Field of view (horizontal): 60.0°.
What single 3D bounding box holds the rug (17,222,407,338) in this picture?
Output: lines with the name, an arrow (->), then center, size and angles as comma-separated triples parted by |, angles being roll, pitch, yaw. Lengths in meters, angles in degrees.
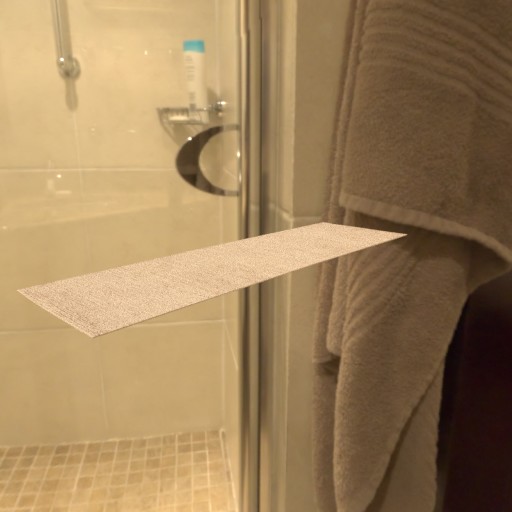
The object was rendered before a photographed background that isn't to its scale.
rug -> 0.000, 0.000, 2.550 | 0.712, 0.013, 2.346 | 14, 20, 42
